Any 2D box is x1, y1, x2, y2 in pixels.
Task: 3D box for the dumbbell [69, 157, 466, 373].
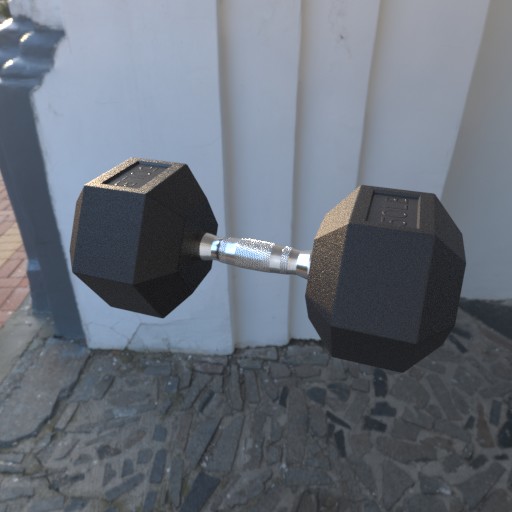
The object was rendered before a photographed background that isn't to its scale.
[{"bbox_3d":[0.000,0.000,0.463,0.384,0.150,0.173,10,33,16],"label":"dumbbell"}]
